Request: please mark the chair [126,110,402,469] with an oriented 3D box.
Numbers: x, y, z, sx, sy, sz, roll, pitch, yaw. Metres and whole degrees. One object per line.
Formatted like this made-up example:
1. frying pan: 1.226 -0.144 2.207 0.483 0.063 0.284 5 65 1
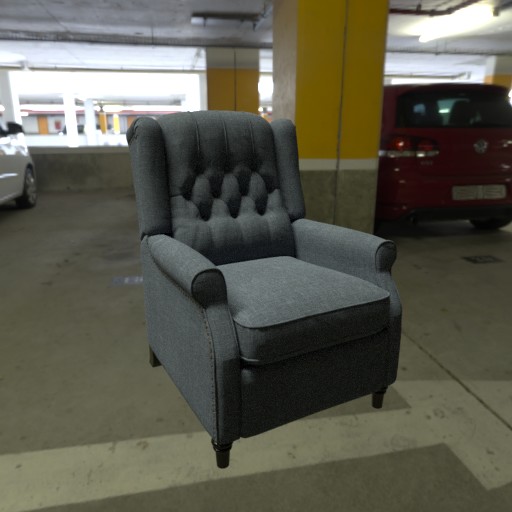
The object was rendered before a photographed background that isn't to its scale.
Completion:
1. chair: 0.000 0.000 1.614 0.742 1.035 0.898 -8 18 -27
